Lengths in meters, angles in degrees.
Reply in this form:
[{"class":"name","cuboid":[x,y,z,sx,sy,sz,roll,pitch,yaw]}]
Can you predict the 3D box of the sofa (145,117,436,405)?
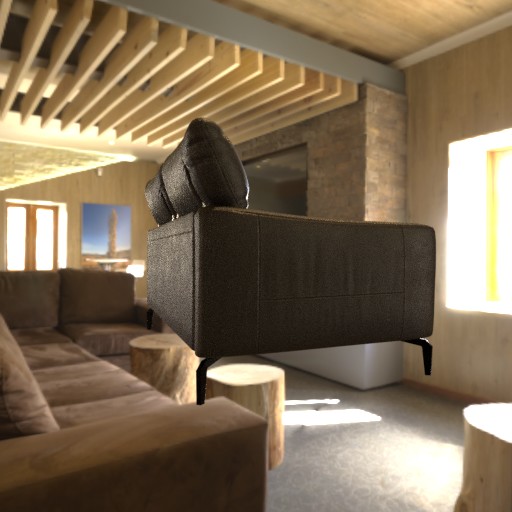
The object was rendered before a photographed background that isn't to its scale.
[{"class":"sofa","cuboid":[0.000,0.000,2.219,0.958,0.920,1.596,0,0,-20]}]
